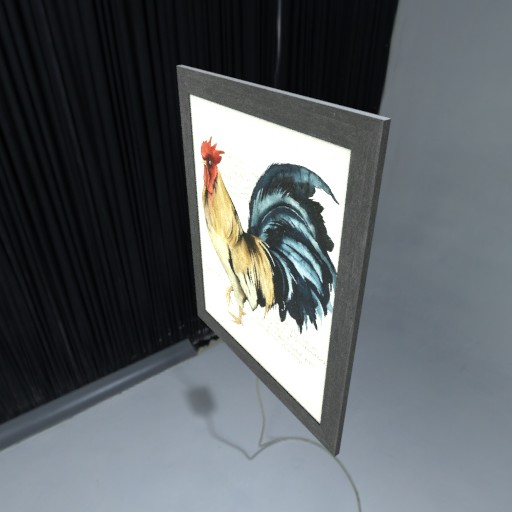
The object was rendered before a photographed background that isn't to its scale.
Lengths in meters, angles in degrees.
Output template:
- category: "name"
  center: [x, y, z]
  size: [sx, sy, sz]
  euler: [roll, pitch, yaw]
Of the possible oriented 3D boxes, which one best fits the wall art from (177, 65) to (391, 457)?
- category: "wall art"
  center: [0.000, 0.000, 0.782]
  size: [0.013, 0.570, 0.476]
  euler: [-20, 37, -30]
